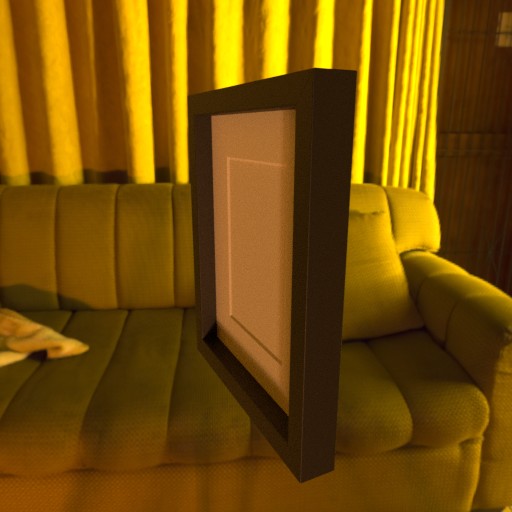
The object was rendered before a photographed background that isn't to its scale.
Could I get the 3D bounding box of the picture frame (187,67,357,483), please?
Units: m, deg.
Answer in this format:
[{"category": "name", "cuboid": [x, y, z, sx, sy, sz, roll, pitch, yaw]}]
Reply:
[{"category": "picture frame", "cuboid": [0.000, 0.000, 0.396, 0.042, 0.284, 0.232, -8, 17, -25]}]
